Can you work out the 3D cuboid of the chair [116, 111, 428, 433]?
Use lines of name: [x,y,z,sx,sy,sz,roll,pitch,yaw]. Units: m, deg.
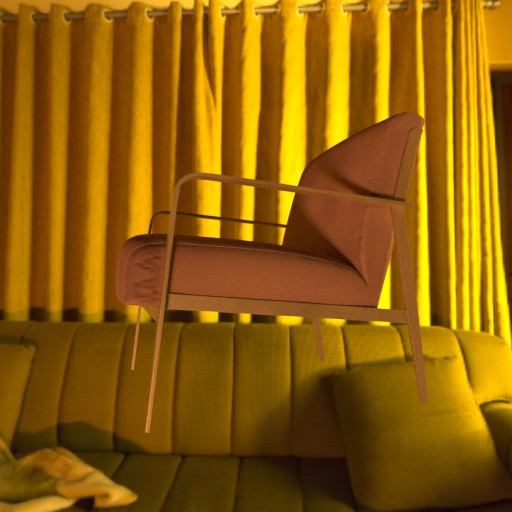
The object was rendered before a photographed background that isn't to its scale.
chair: [0.000,0.000,1.414,0.848,0.823,0.701,1,-2,-18]
